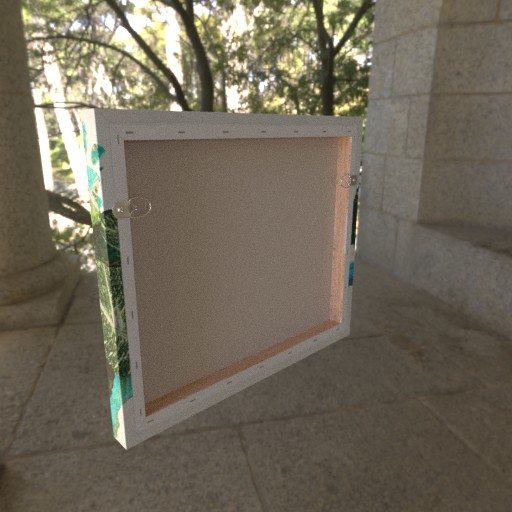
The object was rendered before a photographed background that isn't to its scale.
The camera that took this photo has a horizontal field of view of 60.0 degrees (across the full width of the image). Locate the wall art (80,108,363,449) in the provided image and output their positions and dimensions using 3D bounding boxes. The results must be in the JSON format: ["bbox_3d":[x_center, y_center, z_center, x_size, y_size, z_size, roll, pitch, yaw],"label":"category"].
[{"bbox_3d":[0.000,0.000,0.712,0.507,0.435,0.041,-14,21,-41],"label":"wall art"}]
